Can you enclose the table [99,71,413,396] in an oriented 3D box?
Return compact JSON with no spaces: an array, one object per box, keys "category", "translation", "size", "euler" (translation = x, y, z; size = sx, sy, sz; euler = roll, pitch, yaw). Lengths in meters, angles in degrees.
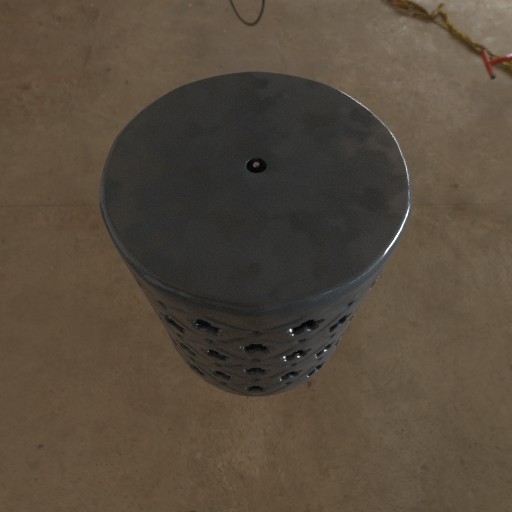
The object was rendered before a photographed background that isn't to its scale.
[{"category":"table","translation":[0.000,0.000,0.658],"size":[0.352,0.387,0.352],"euler":[0,58,0]}]
